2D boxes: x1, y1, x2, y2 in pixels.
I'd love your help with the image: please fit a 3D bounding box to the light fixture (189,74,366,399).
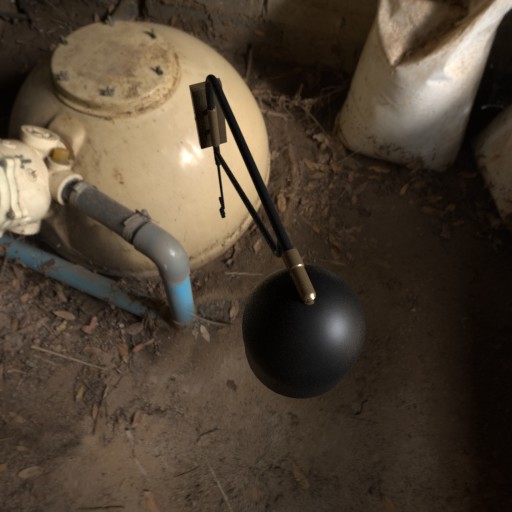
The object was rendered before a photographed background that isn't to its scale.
[{"bbox_3d":[0.000,0.000,1.071,0.215,0.696,0.720,-18,66,-8],"label":"light fixture"}]
